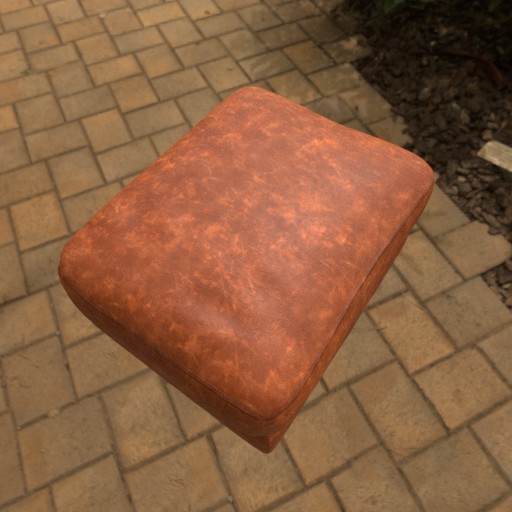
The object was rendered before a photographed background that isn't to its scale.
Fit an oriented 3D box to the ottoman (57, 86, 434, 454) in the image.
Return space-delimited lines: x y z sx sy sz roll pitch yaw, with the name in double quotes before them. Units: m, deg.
"ottoman" 0.000 0.000 1.240 0.657 0.562 0.832 31 63 18
